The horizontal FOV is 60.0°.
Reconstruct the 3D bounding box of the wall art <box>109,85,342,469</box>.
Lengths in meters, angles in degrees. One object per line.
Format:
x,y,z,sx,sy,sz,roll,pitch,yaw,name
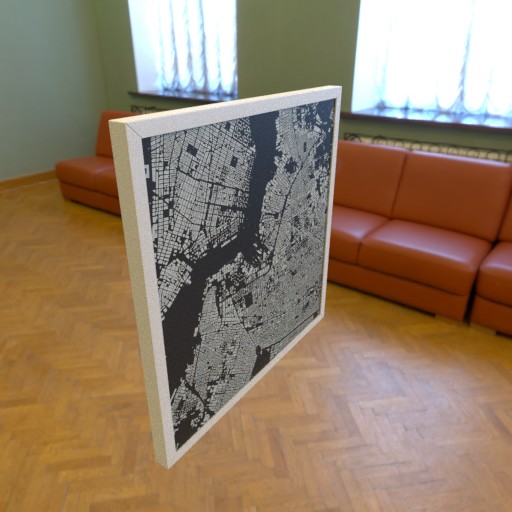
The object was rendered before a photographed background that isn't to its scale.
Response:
0.000,0.000,1.130,0.050,0.762,0.761,17,31,31,wall art
